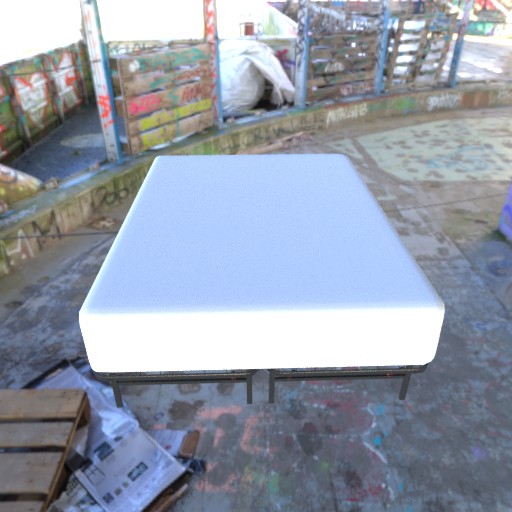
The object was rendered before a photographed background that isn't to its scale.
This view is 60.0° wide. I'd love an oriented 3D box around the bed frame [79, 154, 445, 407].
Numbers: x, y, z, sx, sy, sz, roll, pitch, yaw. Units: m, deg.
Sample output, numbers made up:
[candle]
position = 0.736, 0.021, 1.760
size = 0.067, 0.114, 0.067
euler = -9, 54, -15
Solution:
[bed frame]
position = 0.000, 0.000, 2.812
size = 1.528, 0.677, 2.037
euler = -1, 31, -2
